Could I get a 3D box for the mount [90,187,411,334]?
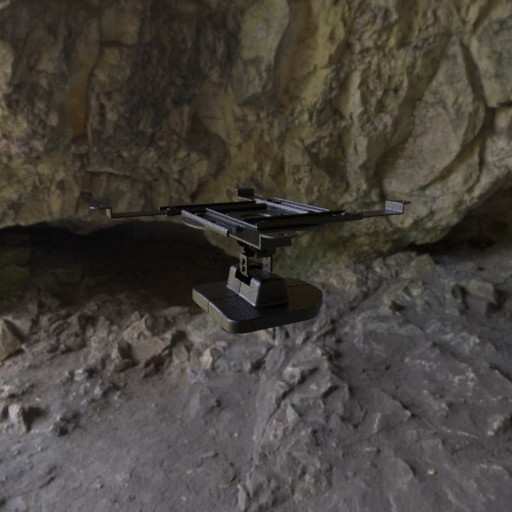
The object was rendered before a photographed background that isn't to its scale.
[{"bbox_3d":[0.000,0.000,0.597,0.394,0.141,0.394,-7,16,-26],"label":"mount"}]
